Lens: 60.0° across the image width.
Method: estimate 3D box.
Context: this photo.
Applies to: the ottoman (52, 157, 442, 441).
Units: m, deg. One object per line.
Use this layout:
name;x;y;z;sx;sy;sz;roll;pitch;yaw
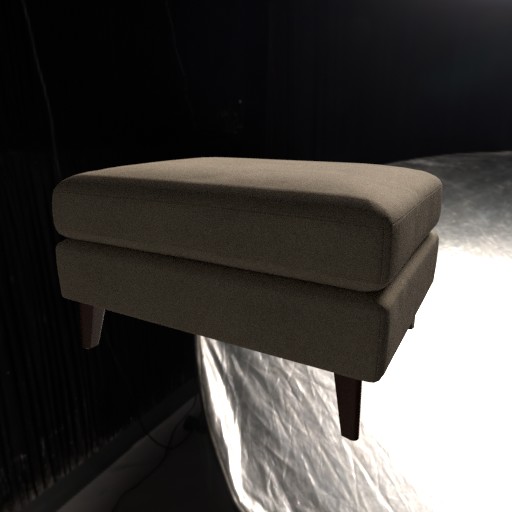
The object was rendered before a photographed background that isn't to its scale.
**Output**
ottoman;0.000;0.000;1.167;0.823;0.478;0.610;9;19;28
